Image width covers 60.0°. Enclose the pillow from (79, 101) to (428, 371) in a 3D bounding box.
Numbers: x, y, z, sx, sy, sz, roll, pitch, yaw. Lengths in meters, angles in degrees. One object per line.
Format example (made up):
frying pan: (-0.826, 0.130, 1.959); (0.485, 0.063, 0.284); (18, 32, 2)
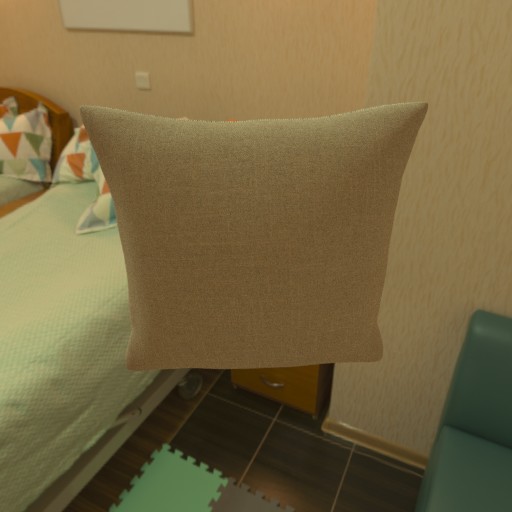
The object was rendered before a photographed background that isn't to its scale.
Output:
pillow: (0.000, 0.000, 0.762); (0.512, 0.506, 0.178); (-1, 30, -3)
